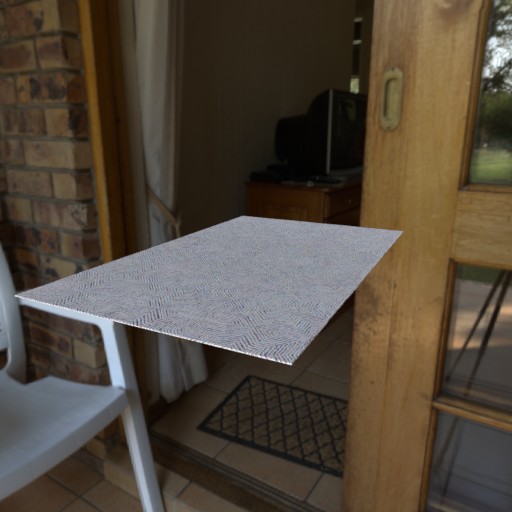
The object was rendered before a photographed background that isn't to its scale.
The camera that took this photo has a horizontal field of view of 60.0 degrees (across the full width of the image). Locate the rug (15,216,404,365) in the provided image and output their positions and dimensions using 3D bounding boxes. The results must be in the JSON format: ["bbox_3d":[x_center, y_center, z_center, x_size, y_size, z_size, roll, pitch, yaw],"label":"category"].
[{"bbox_3d":[0.000,0.000,2.959,1.519,0.007,2.428,8,18,26],"label":"rug"}]
